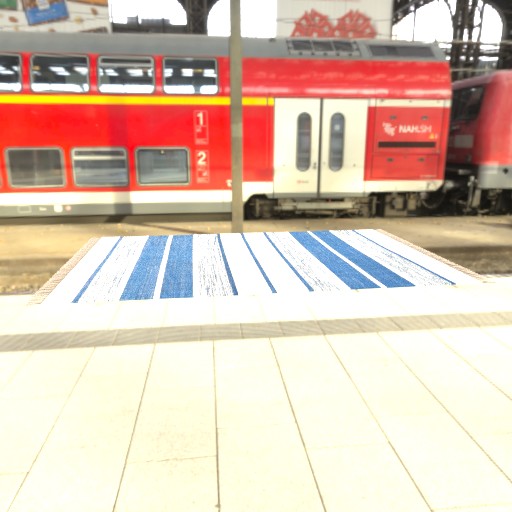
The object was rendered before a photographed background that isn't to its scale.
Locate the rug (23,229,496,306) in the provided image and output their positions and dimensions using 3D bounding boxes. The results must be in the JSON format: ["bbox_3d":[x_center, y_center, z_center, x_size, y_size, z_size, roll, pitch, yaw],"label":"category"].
[{"bbox_3d":[0.000,0.000,2.992,2.441,0.010,1.532,-2,15,-8],"label":"rug"}]
